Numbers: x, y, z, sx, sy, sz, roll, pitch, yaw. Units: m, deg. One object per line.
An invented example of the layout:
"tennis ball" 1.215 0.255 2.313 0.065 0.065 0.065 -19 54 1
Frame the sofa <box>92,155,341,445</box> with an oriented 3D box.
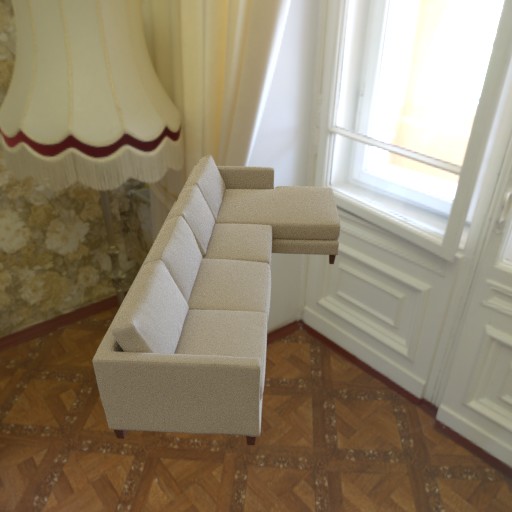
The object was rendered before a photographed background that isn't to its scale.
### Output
"sofa" 0.000 0.000 3.857 1.625 0.861 3.186 2 31 3
